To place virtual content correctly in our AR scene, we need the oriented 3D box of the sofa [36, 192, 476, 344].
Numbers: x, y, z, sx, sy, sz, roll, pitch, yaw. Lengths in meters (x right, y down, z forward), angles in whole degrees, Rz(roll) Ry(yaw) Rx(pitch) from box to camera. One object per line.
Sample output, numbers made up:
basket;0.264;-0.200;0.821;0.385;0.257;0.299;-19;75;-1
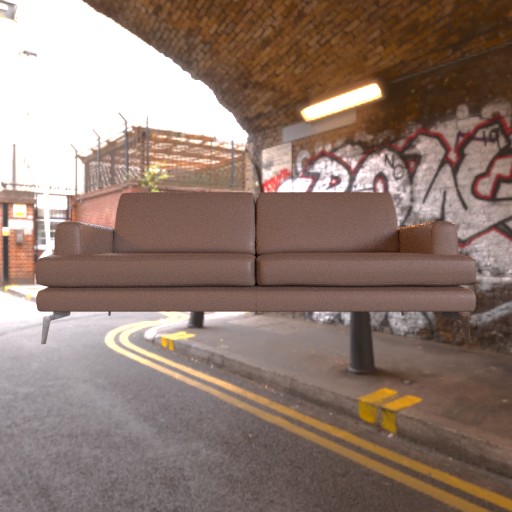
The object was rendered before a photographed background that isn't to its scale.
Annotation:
sofa;0.000;0.000;2.402;1.940;0.765;0.974;0;0;0
